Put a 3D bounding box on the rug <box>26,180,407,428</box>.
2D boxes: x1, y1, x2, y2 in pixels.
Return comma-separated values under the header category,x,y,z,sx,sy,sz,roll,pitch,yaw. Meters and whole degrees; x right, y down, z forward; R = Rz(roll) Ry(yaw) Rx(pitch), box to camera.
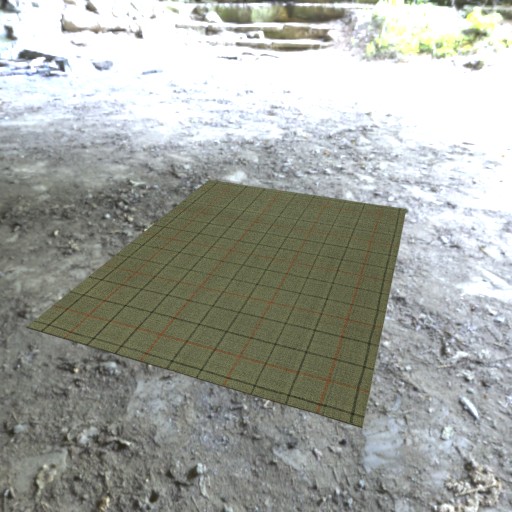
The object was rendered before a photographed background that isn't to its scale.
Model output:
category,x,y,z,sx,sy,sz,roll,pitch,yaw
rug,0.000,0.000,4.084,2.444,0.012,3.048,11,33,17
